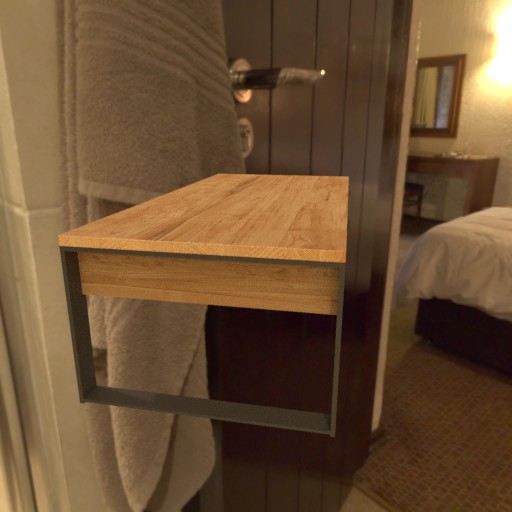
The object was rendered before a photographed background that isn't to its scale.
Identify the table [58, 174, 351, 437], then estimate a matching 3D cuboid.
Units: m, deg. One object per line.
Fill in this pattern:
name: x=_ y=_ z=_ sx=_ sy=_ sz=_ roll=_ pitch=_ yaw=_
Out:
table: x=0.000 y=0.000 z=1.464 sx=0.590 sy=0.400 sz=1.180 roll=3 pitch=17 yaw=11
